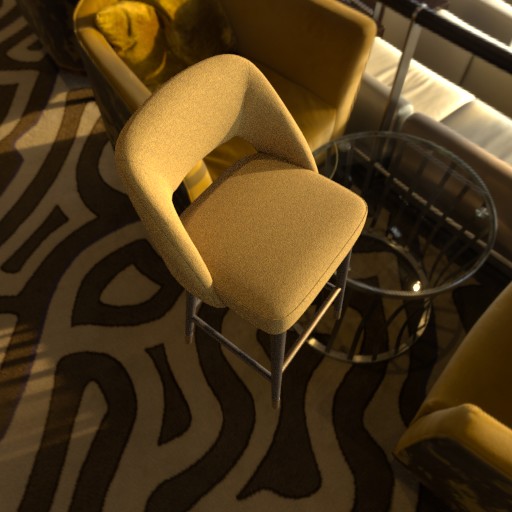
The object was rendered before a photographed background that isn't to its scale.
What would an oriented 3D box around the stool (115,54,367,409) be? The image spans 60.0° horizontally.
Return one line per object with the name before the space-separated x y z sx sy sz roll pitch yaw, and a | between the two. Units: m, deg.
stool | 0.000 0.000 1.360 0.522 1.032 0.536 32 63 18
